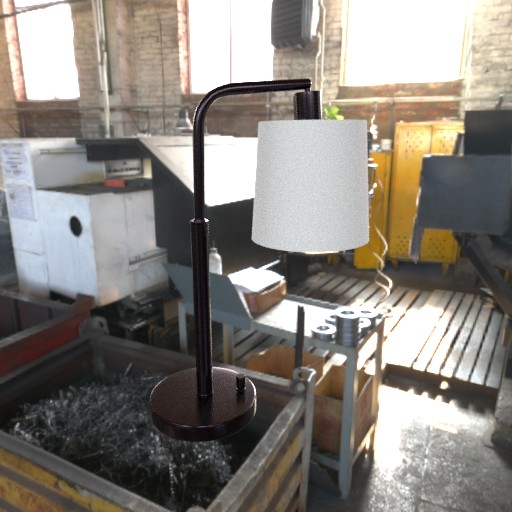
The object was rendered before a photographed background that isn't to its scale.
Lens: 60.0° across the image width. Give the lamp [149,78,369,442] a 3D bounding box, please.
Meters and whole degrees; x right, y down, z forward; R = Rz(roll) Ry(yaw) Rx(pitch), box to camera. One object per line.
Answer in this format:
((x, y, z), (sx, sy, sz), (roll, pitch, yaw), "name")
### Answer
((0.000, 0.000, 0.648), (0.333, 0.489, 0.171), (-3, 16, -10), "lamp")
